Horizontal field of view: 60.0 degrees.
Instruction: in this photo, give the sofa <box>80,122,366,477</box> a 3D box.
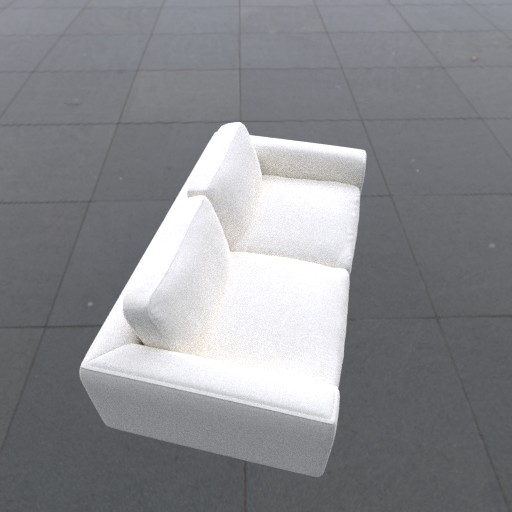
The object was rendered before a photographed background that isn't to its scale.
[{"bbox_3d":[0.000,0.000,2.444,1.069,0.801,1.920,10,46,9],"label":"sofa"}]
